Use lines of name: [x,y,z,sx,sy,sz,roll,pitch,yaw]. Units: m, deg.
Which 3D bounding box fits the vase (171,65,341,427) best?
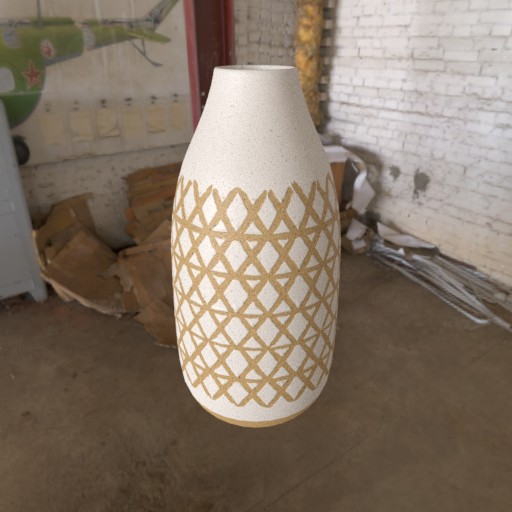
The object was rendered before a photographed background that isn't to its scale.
vase: [0.000,0.000,0.484,0.186,0.380,0.186,0,26,0]
